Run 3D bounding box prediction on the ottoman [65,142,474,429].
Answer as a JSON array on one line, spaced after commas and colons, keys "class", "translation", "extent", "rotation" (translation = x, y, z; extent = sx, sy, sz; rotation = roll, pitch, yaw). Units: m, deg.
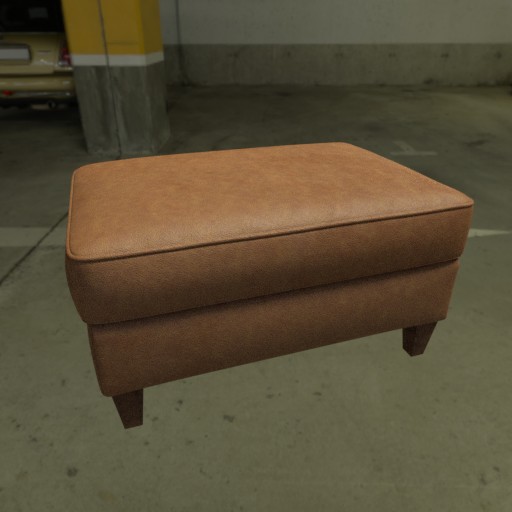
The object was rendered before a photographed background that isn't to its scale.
[{"class": "ottoman", "translation": [0.000, 0.000, 1.151], "extent": [0.864, 0.483, 0.584], "rotation": [-9, 29, -17]}]
